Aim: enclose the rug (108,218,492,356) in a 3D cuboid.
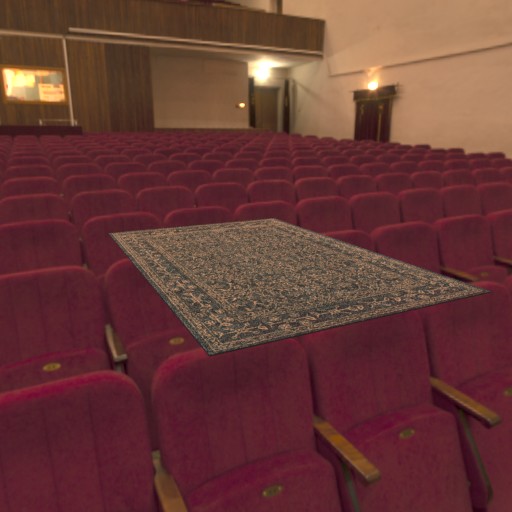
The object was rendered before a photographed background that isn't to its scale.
[{"bbox_3d":[0.000,0.000,2.298,1.200,0.005,1.819,-7,17,-25],"label":"rug"}]
